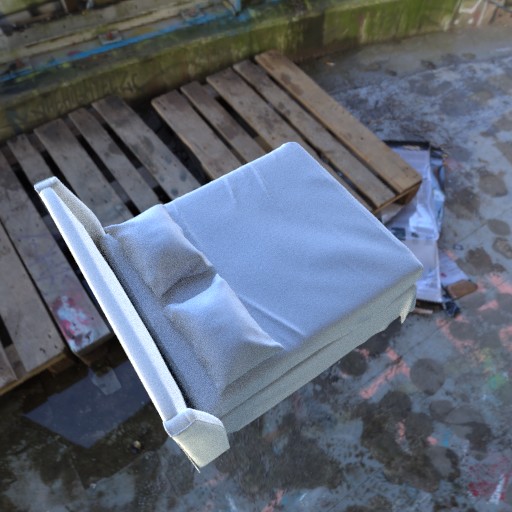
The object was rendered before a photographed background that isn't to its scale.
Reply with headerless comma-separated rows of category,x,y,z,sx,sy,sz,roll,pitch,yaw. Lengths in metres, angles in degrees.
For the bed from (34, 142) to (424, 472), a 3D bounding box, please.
bed,0.000,0.000,3.372,2.276,1.332,1.925,-30,62,-17
